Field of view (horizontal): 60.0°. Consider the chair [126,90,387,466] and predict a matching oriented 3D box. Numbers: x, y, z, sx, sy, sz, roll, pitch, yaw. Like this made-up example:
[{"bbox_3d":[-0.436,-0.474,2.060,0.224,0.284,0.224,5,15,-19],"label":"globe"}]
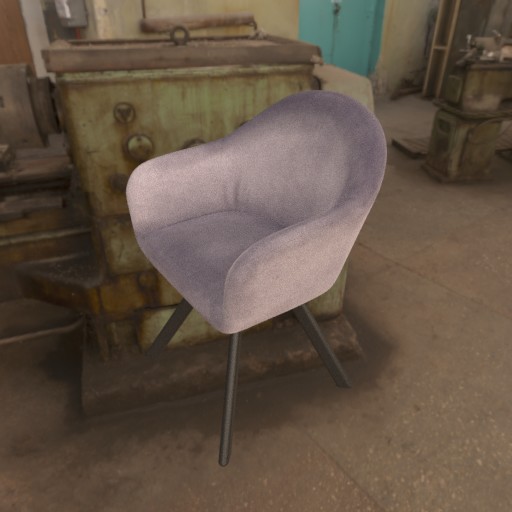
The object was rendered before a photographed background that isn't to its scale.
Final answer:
[{"bbox_3d":[0.000,0.000,1.176,0.540,0.780,0.570,-20,36,-30],"label":"chair"}]
